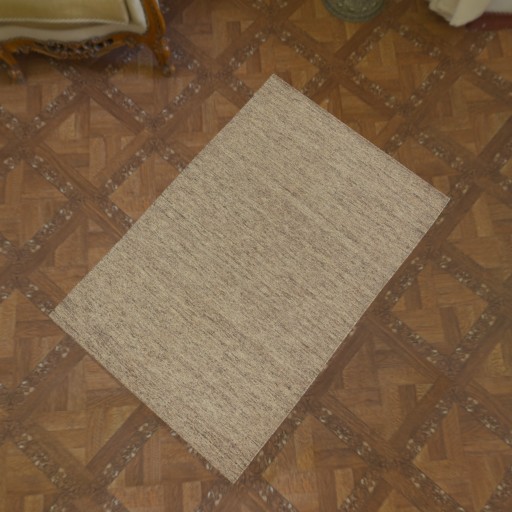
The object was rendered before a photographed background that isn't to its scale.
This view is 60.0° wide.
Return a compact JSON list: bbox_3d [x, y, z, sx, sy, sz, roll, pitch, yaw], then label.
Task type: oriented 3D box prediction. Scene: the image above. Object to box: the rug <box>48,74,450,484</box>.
[{"bbox_3d":[0.000,0.000,2.910,1.547,0.013,2.283,39,79,9],"label":"rug"}]
